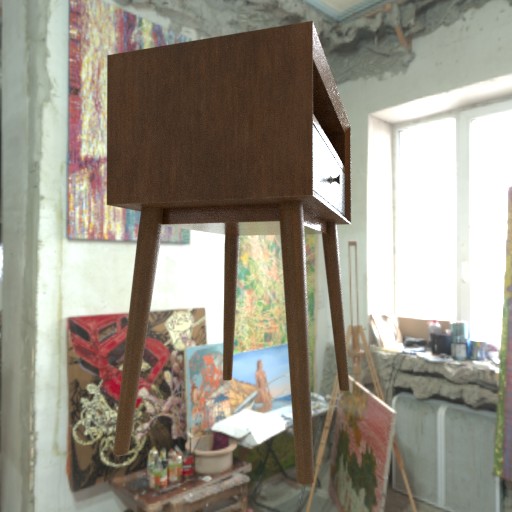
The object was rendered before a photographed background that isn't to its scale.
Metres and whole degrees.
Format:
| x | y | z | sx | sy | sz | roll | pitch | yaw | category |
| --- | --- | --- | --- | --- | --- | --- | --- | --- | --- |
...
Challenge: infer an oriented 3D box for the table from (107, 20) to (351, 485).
| x | y | z | sx | sy | sz | roll | pitch | yaw | category |
| --- | --- | --- | --- | --- | --- | --- | --- | --- | --- |
| 0.000 | 0.000 | 0.809 | 0.307 | 0.580 | 0.454 | 0 | -1 | 18 | table |
